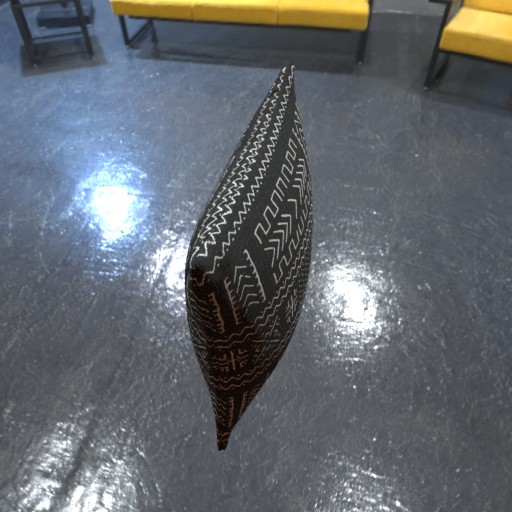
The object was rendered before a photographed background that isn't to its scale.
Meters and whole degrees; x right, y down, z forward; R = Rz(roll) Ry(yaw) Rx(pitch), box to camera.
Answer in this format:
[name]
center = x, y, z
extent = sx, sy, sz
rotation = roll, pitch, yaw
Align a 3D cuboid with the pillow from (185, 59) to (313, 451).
[pillow]
center = 0.000, 0.000, 0.669
extent = 0.164, 0.430, 0.438
rotation = 10, 48, 9
